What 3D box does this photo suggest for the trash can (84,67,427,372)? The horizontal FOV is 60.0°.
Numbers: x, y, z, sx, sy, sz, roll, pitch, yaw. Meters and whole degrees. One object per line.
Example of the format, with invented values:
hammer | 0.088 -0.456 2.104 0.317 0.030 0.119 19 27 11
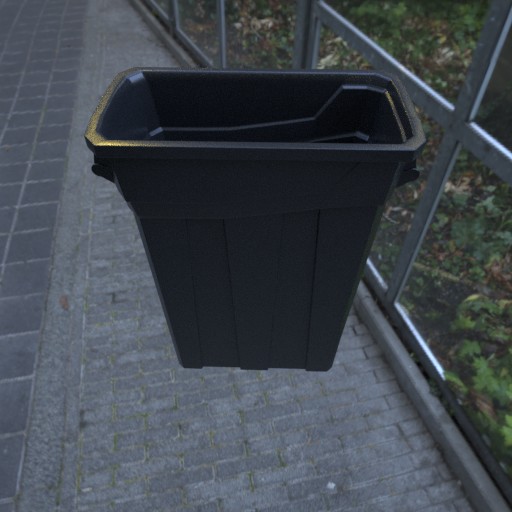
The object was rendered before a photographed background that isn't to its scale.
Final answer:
trash can | 0.000 0.000 1.039 0.559 0.762 0.281 1 46 1
